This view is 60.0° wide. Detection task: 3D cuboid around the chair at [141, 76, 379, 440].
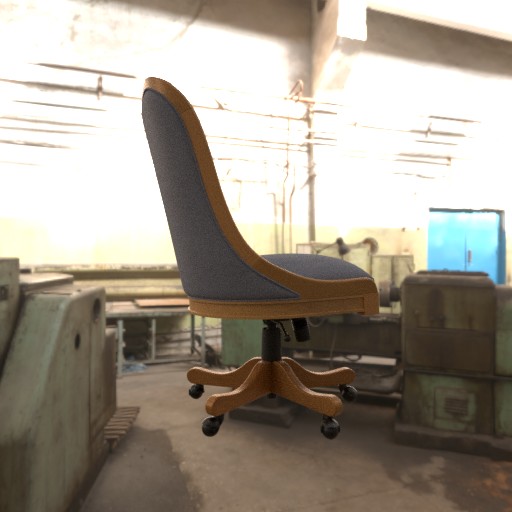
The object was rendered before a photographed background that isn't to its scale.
[{"bbox_3d":[0.000,0.000,1.472,0.735,1.031,0.605,0,0,-18],"label":"chair"}]
